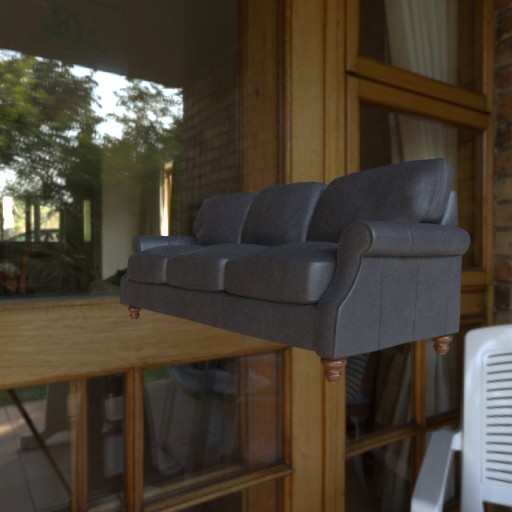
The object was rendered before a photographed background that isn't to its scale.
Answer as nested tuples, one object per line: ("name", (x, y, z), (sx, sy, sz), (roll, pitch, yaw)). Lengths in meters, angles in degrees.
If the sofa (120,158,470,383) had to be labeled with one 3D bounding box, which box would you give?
("sofa", (0.000, 0.000, 2.820), (0.974, 0.977, 2.387), (-1, 1, -38))
